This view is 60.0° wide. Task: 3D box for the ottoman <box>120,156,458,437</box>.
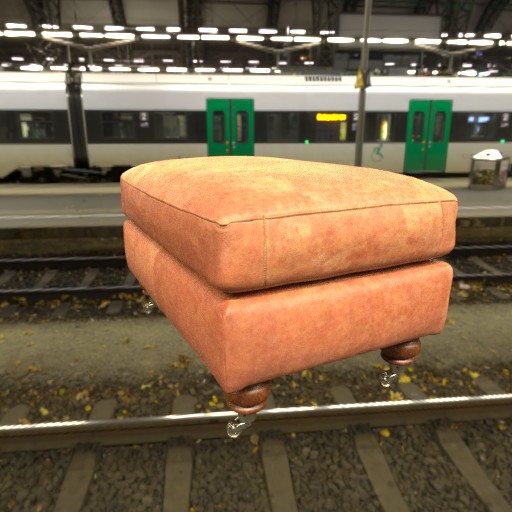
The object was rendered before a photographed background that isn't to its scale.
[{"bbox_3d":[0.000,0.000,1.186,0.565,0.507,0.852,-8,18,-26],"label":"ottoman"}]
